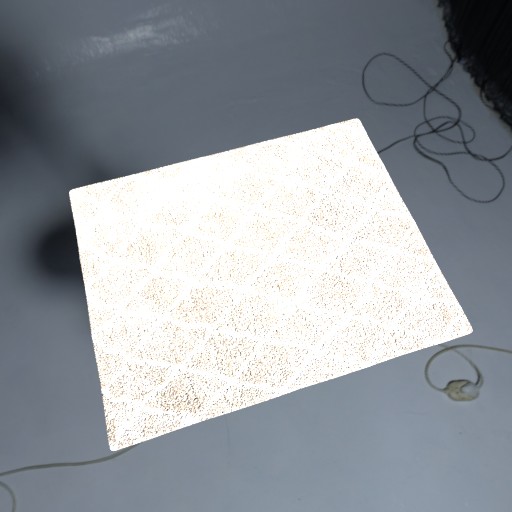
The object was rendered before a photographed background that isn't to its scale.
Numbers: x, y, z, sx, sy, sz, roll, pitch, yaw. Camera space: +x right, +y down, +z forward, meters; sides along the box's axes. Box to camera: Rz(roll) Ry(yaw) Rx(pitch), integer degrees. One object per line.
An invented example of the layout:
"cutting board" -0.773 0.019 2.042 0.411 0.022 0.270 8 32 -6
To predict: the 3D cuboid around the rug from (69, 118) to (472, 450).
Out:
"rug" 0.000 0.000 4.005 3.047 0.029 2.438 -16 66 -7
